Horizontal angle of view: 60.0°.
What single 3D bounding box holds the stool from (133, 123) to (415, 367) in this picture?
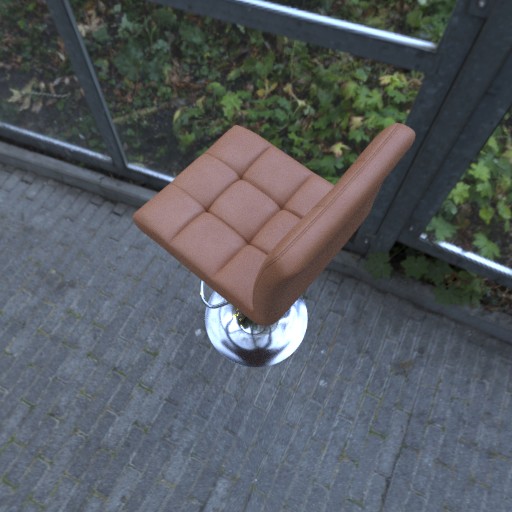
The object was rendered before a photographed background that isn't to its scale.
[{"bbox_3d":[0.000,0.000,1.347,0.505,1.115,0.430,37,69,17],"label":"stool"}]
